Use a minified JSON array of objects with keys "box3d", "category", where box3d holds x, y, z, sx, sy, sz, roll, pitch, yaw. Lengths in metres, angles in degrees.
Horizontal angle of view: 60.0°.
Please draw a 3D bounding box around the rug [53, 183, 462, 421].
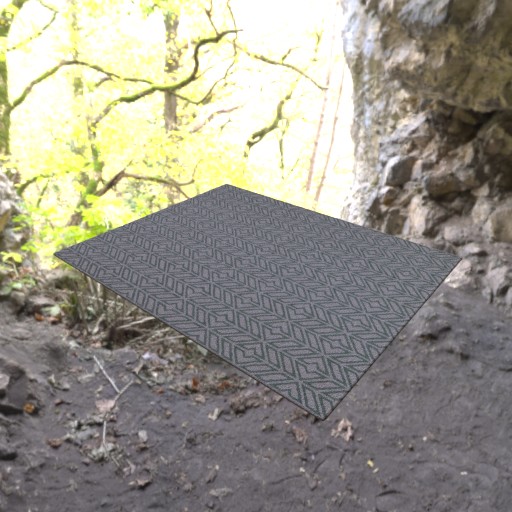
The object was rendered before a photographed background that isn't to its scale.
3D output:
[{"box3d":[0.000,0.000,4.213,3.050,0.017,2.441,23,37,34],"category":"rug"}]
